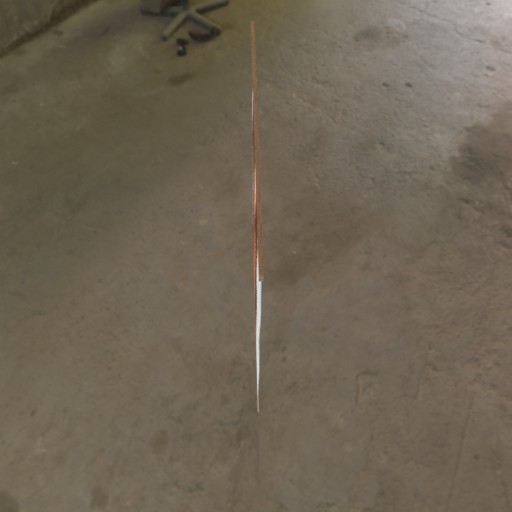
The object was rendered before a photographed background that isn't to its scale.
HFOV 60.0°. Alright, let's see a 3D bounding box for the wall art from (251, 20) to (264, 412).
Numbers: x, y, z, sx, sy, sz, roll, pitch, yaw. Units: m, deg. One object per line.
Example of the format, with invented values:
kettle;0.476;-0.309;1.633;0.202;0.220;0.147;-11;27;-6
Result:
wall art;0.000;0.000;1.951;0.019;1.527;1.019;-1;59;-1
